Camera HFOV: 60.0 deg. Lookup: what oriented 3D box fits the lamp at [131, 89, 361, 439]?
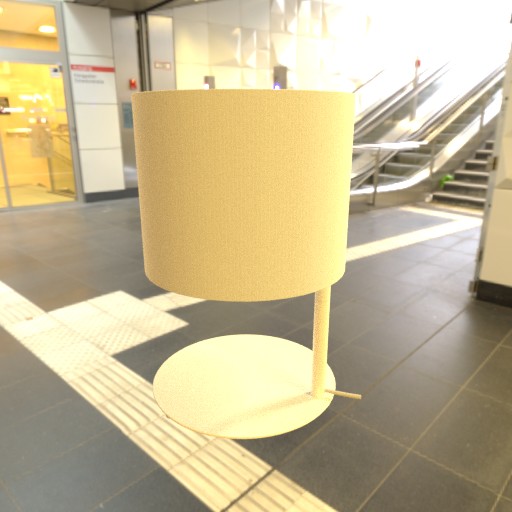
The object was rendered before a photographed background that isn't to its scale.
[{"bbox_3d":[0.000,0.000,0.667,0.341,0.454,0.299,7,19,23],"label":"lamp"}]
